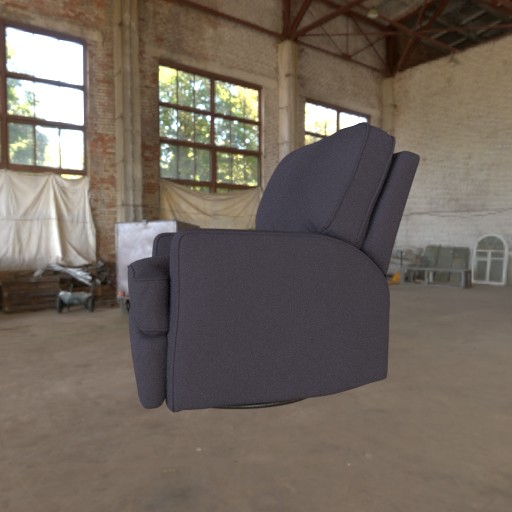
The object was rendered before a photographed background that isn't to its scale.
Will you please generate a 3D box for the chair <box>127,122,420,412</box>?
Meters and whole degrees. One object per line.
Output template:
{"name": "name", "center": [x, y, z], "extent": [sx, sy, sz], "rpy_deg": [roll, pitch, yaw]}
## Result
{"name": "chair", "center": [0.000, 0.000, 1.747], "extent": [0.964, 0.962, 0.861], "rpy_deg": [-1, 2, -17]}
